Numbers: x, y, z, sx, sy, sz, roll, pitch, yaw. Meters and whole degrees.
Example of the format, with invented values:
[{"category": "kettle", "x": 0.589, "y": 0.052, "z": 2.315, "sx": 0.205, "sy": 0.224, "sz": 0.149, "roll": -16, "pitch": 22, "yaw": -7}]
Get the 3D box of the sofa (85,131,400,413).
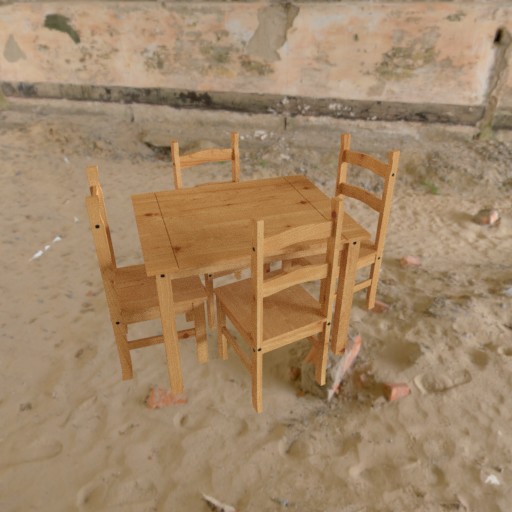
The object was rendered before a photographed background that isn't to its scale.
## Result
[{"category": "sofa", "x": 0.000, "y": 0.000, "z": 2.327, "sx": 1.529, "sy": 1.000, "sz": 1.144, "roll": -10, "pitch": 33, "yaw": -15}]
